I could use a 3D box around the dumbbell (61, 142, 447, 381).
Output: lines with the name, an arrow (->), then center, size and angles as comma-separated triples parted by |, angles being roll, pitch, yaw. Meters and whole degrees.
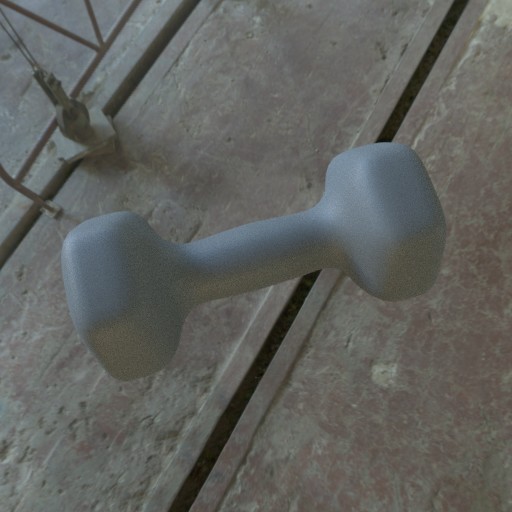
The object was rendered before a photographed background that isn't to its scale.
dumbbell -> 0.000, 0.000, 0.235 | 0.184, 0.081, 0.090 | -15, 75, -4
